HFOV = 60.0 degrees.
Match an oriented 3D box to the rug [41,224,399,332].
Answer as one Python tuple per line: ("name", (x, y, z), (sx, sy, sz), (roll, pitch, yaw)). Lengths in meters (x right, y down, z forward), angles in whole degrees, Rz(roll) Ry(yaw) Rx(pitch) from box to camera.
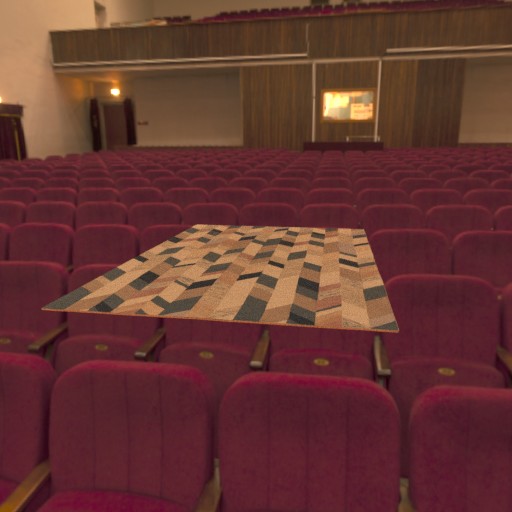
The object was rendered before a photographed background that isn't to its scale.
("rug", (0.000, 0.000, 2.295), (1.202, 0.006, 1.813), (2, 14, 10))
